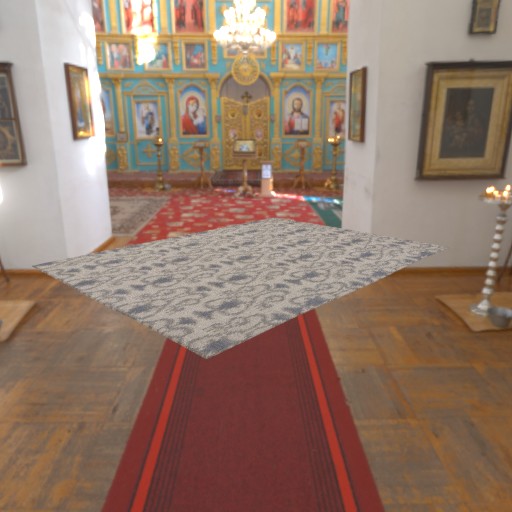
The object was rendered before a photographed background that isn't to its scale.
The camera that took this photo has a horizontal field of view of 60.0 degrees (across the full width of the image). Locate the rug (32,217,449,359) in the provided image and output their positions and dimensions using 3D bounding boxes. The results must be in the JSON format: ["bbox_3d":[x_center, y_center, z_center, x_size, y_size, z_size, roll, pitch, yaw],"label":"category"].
[{"bbox_3d":[0.000,0.000,2.954,1.676,0.013,2.261,14,21,42],"label":"rug"}]
